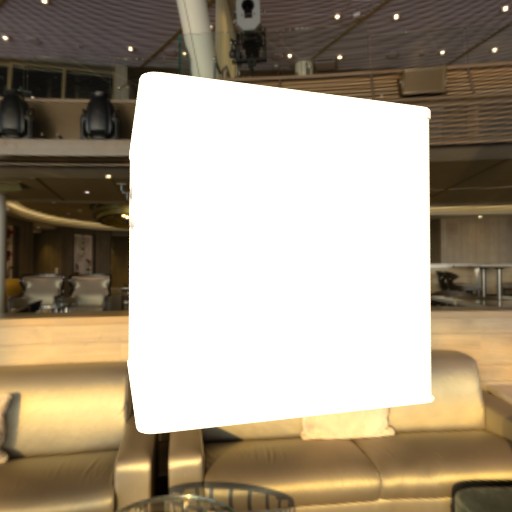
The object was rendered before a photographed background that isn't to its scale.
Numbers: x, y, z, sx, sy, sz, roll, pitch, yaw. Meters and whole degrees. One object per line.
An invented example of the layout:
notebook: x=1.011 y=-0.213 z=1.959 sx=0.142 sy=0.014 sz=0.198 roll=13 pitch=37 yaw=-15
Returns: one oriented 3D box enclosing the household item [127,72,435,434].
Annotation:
household item: x=0.000 y=0.000 z=0.558 sx=0.305 sy=0.305 sz=0.305 roll=0 pitch=-1 yaw=-18
